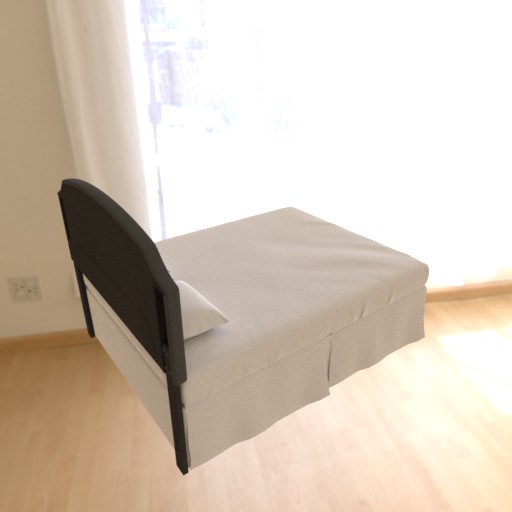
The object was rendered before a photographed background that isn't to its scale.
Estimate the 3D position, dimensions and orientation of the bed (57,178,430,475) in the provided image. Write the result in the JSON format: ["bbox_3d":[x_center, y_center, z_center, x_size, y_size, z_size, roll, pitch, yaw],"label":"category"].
[{"bbox_3d":[0.000,0.000,2.974,1.999,1.270,1.558,-18,32,-32],"label":"bed"}]
